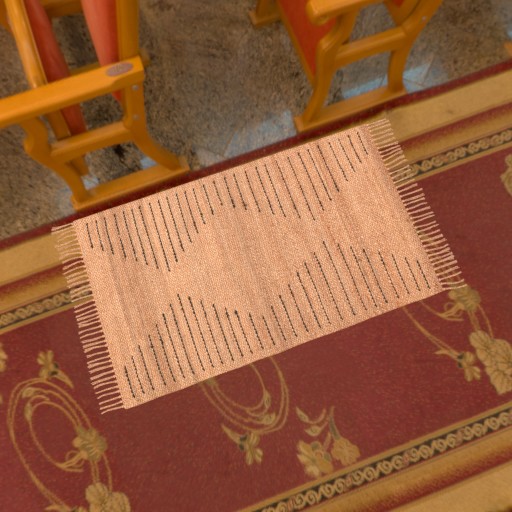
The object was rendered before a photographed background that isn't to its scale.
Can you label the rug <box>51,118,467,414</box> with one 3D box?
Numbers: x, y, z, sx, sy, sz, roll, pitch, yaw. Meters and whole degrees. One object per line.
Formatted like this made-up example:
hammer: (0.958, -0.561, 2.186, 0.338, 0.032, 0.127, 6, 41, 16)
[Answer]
rug: (0.000, 0.000, 2.030, 1.718, 0.017, 0.905, -19, 77, -5)
